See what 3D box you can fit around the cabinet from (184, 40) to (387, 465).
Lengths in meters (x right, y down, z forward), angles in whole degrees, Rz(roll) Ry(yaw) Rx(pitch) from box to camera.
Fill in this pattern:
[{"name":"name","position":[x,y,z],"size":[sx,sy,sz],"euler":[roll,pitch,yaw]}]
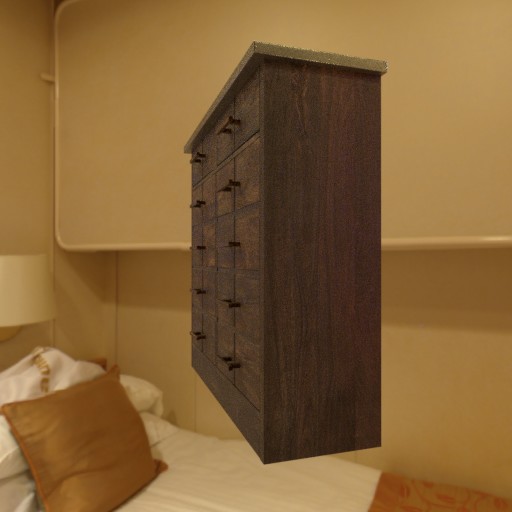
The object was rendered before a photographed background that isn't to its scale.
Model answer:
[{"name":"cabinet","position":[0.000,0.000,1.456],"size":[0.338,0.919,0.968],"euler":[0,0,-18]}]
